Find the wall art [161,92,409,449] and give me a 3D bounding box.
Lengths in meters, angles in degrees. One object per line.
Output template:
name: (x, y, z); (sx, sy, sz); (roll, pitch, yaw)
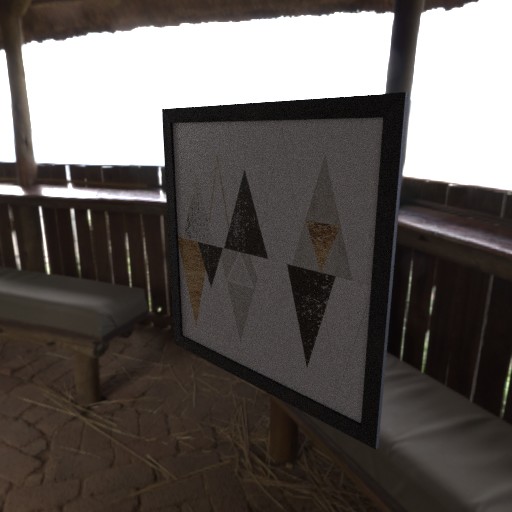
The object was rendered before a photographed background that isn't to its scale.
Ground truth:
wall art: (0.000, 0.000, 1.254); (0.823, 0.823, 0.013); (14, 21, 42)
